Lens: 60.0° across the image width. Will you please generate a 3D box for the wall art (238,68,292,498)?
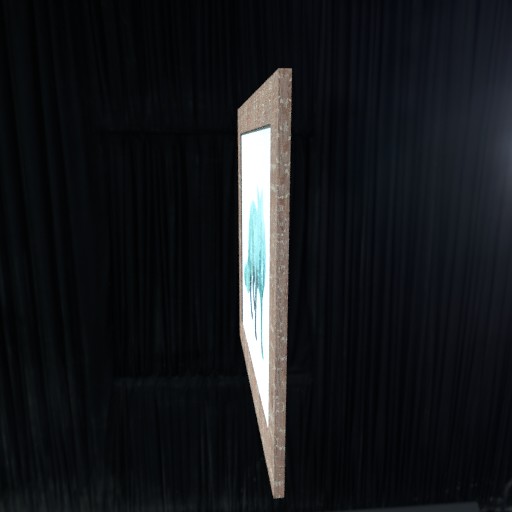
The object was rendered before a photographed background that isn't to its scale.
[{"bbox_3d":[0.000,0.000,0.564,0.012,0.384,0.384,-2,14,-7],"label":"wall art"}]
